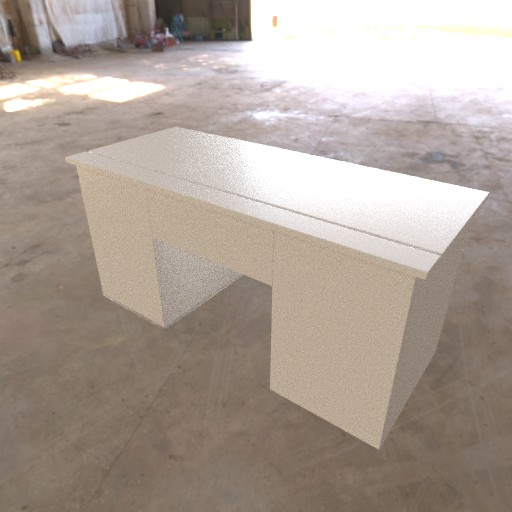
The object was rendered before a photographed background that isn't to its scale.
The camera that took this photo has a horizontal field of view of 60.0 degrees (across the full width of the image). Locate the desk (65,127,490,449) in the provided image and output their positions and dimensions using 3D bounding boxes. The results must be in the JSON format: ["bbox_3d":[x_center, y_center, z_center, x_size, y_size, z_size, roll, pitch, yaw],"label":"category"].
[{"bbox_3d":[0.000,0.000,1.947,1.580,0.760,0.670,21,36,31],"label":"desk"}]
